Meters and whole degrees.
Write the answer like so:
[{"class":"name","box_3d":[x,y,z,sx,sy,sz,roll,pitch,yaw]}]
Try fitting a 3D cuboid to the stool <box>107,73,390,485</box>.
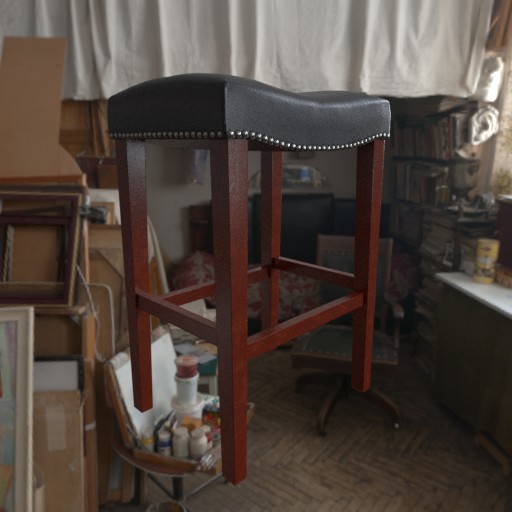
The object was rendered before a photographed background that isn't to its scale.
[{"class":"stool","box_3d":[0.000,0.000,1.027,0.372,0.742,0.504,14,20,43]}]
